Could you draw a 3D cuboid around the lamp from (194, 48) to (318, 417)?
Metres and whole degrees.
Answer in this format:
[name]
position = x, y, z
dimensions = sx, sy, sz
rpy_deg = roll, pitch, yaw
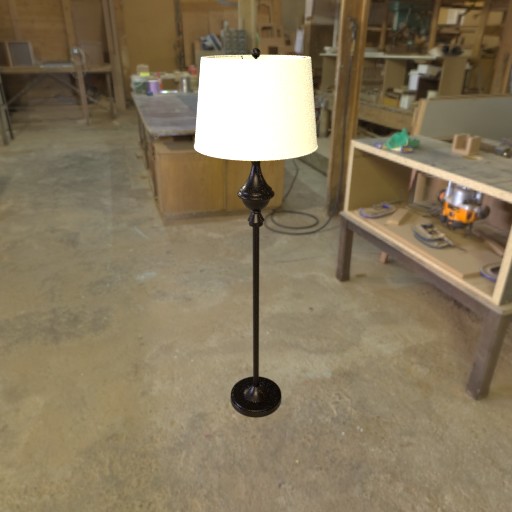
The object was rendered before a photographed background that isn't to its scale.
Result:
[lamp]
position = 0.000, 0.000, 1.747
dimensions = 0.431, 1.484, 0.431
rpy_deg = 0, 26, 0
